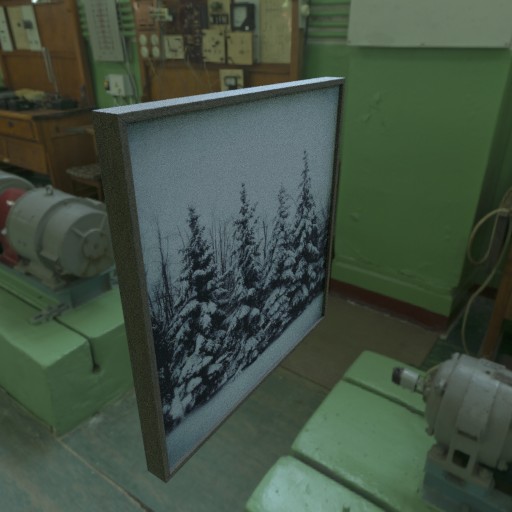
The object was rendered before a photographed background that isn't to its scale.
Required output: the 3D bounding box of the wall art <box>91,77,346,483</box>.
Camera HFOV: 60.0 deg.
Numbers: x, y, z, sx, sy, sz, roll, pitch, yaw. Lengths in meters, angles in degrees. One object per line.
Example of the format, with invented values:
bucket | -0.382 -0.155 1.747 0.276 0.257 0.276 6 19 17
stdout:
wall art | 0.000 0.000 0.717 0.037 0.507 0.507 17 31 31
